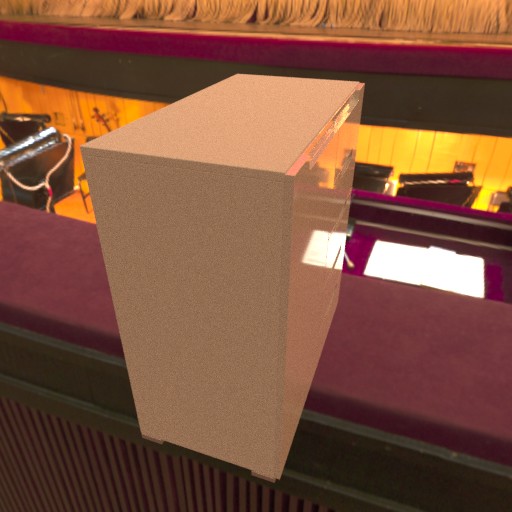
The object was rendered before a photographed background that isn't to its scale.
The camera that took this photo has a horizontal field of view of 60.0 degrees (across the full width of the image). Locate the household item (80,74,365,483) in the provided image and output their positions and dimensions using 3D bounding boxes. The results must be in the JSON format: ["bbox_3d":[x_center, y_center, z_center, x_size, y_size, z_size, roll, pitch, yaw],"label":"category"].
[{"bbox_3d":[0.000,0.000,1.324,0.420,0.870,0.800,11,34,17],"label":"household item"}]
